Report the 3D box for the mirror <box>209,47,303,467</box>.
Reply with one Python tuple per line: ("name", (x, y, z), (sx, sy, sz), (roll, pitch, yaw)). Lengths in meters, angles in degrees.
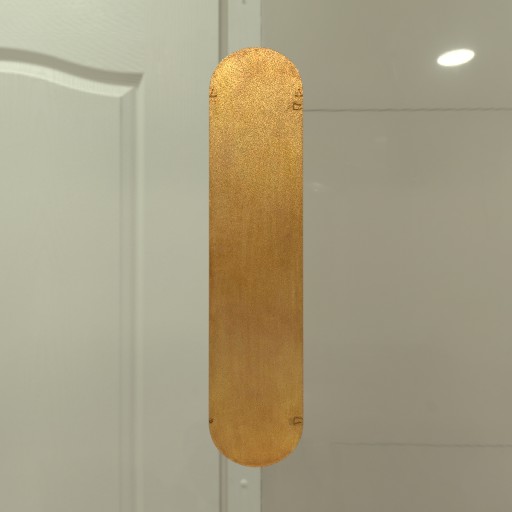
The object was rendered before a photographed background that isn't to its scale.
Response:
("mirror", (0.000, 0.000, 1.057), (0.222, 0.991, 0.032), (0, -1, 1))
